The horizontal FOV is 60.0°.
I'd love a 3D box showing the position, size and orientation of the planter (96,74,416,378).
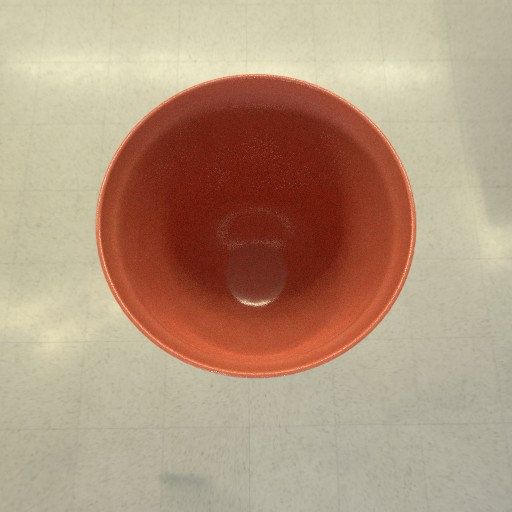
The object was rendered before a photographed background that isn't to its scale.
[{"bbox_3d":[0.000,0.000,0.372,0.195,0.214,0.195,0,76,0],"label":"planter"}]
